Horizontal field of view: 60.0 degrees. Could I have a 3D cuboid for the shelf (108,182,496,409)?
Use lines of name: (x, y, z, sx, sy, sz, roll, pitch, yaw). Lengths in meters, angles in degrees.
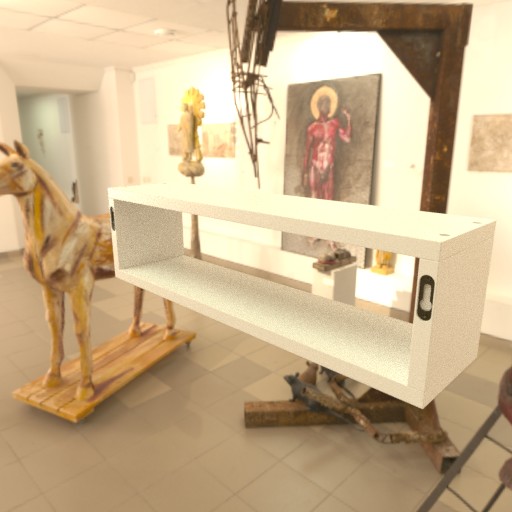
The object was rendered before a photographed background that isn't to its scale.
shelf: (0.000, 0.000, 0.674, 0.610, 0.170, 0.150, 14, 21, 43)
